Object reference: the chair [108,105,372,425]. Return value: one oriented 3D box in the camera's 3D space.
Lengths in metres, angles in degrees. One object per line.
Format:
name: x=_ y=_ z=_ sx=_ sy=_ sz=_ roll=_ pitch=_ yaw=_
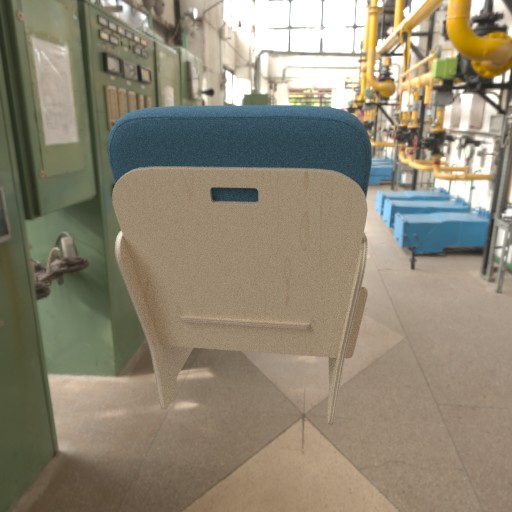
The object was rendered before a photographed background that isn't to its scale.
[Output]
chair: x=0.000 y=0.000 z=1.194 sx=0.547 sy=0.747 sz=0.657 roll=2 pitch=17 yaw=8
